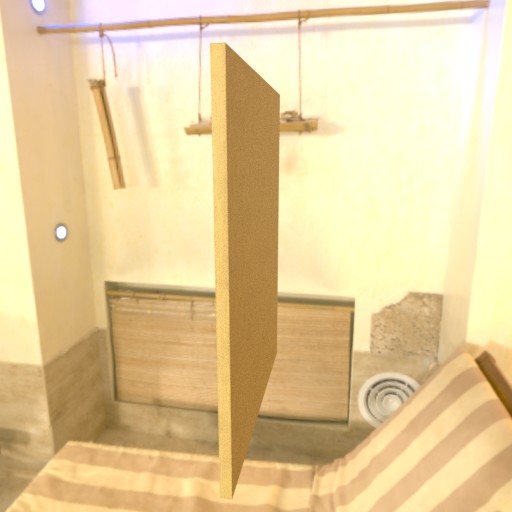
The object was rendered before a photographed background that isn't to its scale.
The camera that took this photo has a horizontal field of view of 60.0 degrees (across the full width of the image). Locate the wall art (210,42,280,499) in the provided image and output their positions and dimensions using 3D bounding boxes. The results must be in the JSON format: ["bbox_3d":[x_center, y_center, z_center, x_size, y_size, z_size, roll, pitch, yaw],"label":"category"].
[{"bbox_3d":[0.000,0.000,1.322,0.030,1.002,0.798,2,14,10],"label":"wall art"}]
